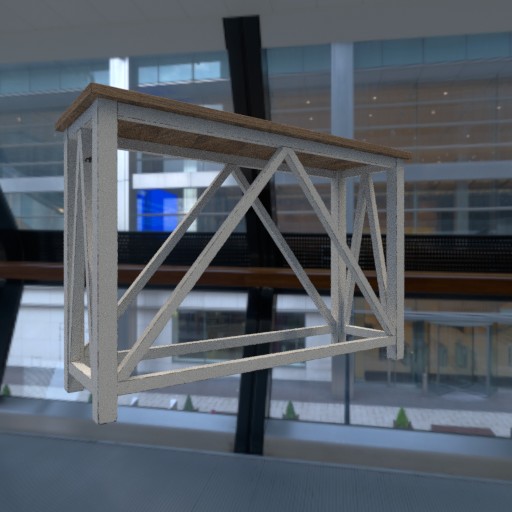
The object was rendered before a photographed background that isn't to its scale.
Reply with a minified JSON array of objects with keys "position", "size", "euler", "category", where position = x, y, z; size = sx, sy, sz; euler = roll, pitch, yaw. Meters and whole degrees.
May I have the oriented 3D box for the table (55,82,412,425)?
[{"position":[0.000,0.000,1.770],"size":[1.400,0.930,0.450],"euler":[0,0,-36],"category":"table"}]
